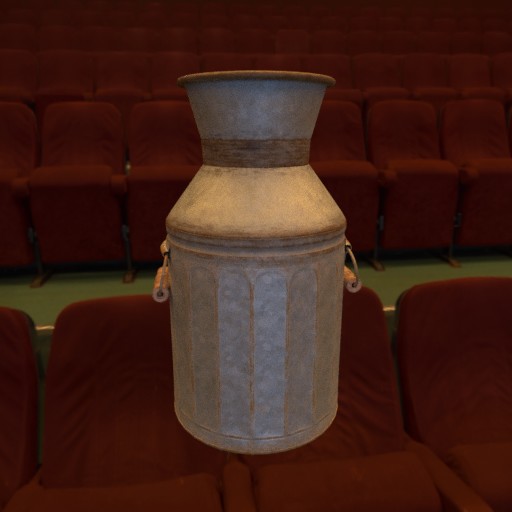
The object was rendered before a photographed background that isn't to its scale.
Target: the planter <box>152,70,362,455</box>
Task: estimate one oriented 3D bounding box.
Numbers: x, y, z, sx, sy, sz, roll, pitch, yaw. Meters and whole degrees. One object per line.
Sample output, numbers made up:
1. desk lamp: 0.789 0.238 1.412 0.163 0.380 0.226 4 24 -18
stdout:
1. planter: 0.000 0.000 0.535 0.245 0.396 0.214 -2 16 -7
